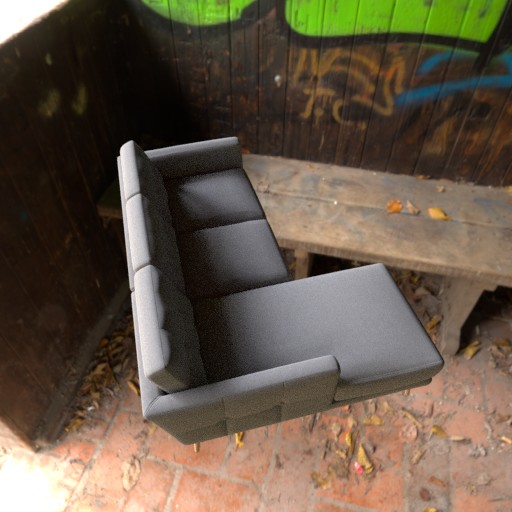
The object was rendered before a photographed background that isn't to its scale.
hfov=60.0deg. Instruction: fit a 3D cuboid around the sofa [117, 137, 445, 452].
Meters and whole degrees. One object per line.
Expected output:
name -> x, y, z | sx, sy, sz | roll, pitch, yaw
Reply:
sofa -> 0.000, 0.000, 2.837 | 1.530, 0.860, 2.040 | -11, 49, -10
